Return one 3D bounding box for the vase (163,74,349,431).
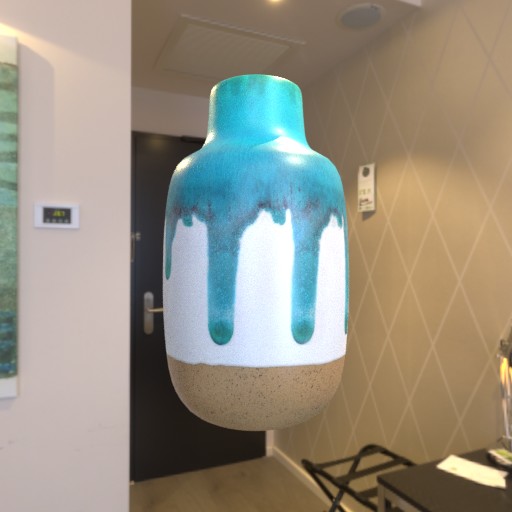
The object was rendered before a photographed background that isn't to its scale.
[{"bbox_3d":[0.000,0.000,0.258,0.106,0.192,0.106,0,-1,0],"label":"vase"}]
